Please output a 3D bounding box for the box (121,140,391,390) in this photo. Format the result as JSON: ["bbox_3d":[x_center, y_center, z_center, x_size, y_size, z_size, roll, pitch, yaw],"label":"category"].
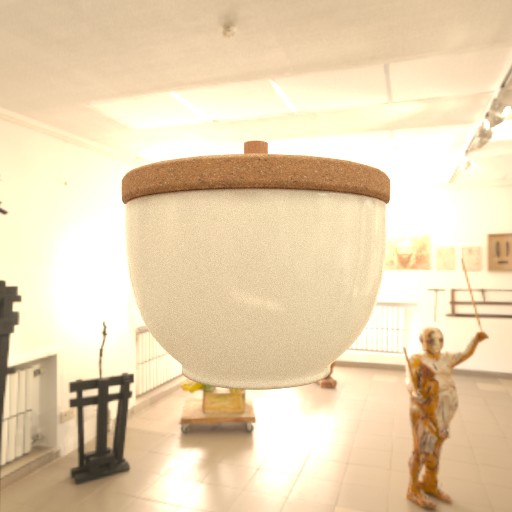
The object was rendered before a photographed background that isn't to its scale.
[{"bbox_3d":[0.000,0.000,0.184,0.107,0.094,0.107,0,0,0],"label":"box"}]
